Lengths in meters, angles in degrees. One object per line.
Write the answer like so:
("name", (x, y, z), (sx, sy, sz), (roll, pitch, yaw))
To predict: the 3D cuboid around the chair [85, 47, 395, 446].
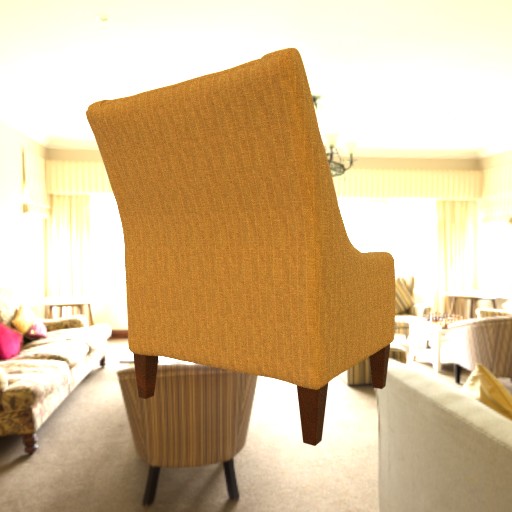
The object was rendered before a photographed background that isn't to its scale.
("chair", (0.000, 0.000, 1.579), (0.774, 1.014, 0.870), (1, 2, 34))
